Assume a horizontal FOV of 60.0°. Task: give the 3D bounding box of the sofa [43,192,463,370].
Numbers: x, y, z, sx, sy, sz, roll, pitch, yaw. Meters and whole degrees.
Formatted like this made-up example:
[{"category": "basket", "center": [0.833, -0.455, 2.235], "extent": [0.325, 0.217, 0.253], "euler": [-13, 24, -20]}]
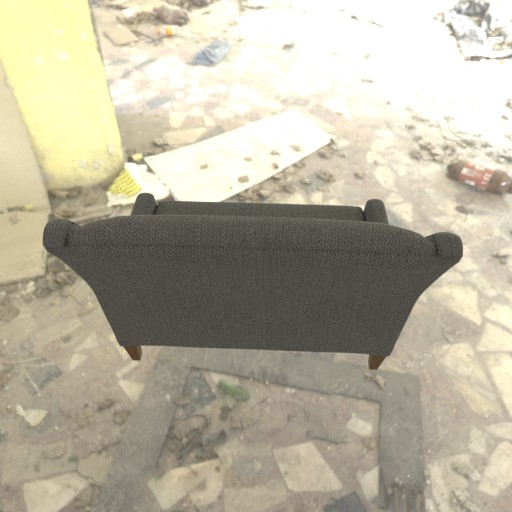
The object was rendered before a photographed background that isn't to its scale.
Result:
[{"category": "sofa", "center": [0.000, 0.000, 1.903], "extent": [1.242, 1.022, 0.873], "euler": [2, 47, 2]}]
